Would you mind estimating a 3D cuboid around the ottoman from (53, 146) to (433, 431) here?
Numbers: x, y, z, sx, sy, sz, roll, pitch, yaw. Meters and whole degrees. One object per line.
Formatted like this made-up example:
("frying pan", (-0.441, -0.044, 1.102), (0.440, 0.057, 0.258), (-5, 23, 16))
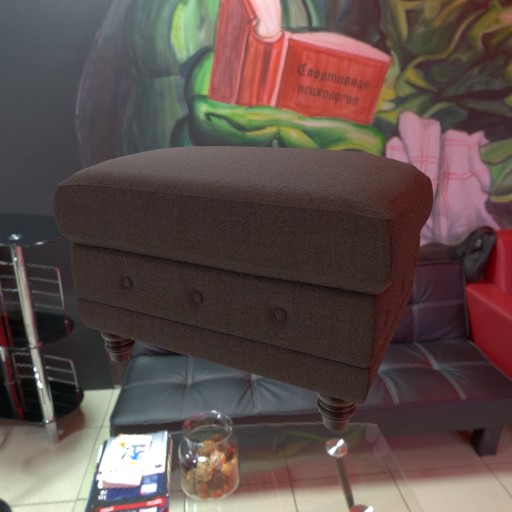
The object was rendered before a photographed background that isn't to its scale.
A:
("ottoman", (0.000, 0.000, 1.176), (0.809, 0.555, 0.599), (9, 20, 25))
